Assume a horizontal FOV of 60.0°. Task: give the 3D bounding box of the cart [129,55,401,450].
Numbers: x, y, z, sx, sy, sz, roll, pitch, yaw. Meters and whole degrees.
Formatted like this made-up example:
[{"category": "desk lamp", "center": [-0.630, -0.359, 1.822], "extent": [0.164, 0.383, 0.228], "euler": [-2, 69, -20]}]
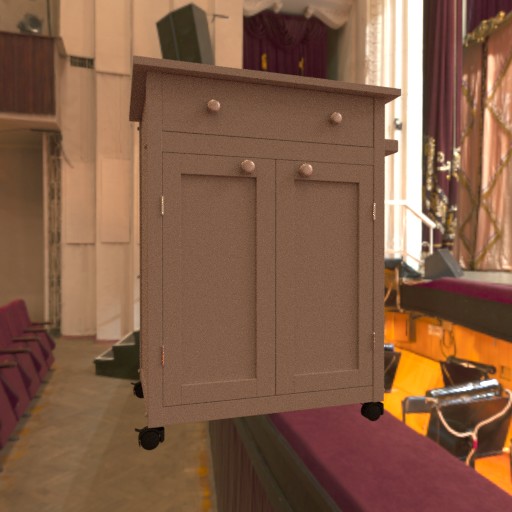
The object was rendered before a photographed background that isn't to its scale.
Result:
[{"category": "cart", "center": [0.000, 0.000, 1.262], "extent": [0.683, 0.864, 0.442], "euler": [0, 1, -17]}]
